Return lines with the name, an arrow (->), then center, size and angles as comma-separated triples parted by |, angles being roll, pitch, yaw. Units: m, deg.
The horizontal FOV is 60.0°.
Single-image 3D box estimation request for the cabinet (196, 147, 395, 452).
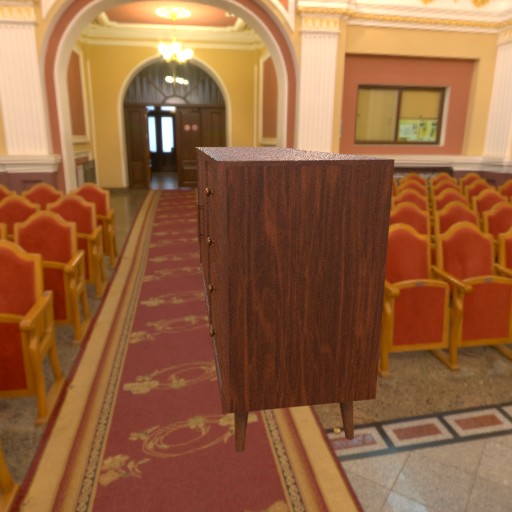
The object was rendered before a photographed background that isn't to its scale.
cabinet -> 0.000, 0.000, 2.039 | 0.505, 0.940, 1.575 | -2, 15, -9
